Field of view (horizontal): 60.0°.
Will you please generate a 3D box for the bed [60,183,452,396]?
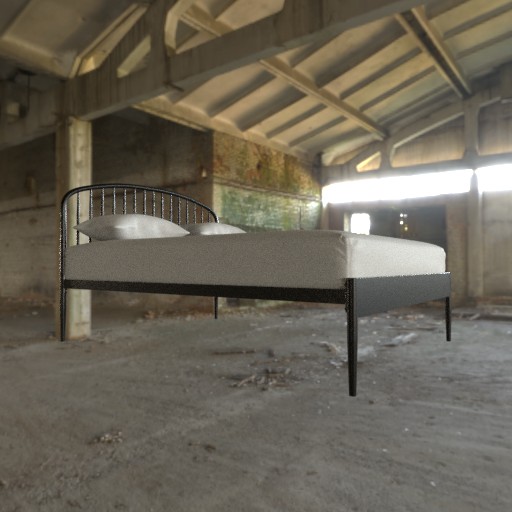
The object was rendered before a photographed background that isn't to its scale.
[{"bbox_3d":[0.000,0.000,3.041,2.159,1.166,1.618,-1,-1,36],"label":"bed"}]
